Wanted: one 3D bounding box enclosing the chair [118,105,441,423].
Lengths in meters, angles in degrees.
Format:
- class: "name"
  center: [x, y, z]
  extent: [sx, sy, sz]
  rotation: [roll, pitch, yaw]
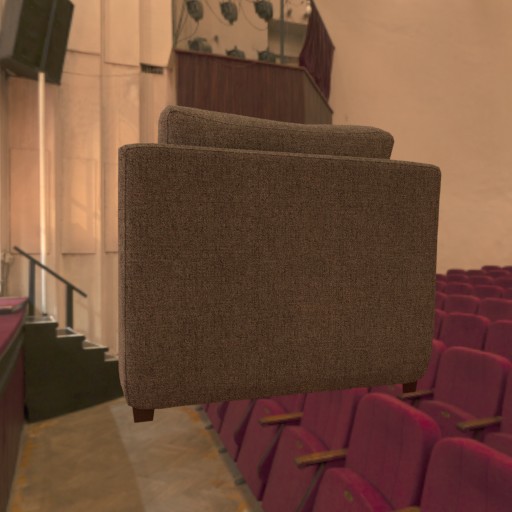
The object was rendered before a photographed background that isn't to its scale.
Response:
- class: "chair"
  center: [0.000, 0.000, 1.913]
  extent: [1.138, 1.037, 1.009]
  rotation: [0, 0, -17]
